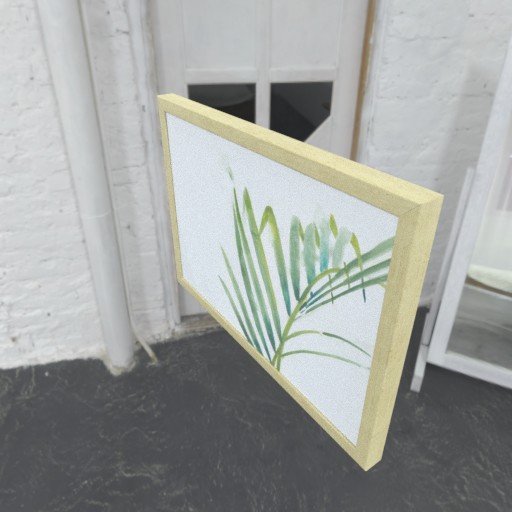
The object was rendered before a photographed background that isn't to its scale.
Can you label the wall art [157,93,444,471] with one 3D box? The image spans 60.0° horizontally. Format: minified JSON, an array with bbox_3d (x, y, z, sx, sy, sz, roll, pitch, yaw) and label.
[{"bbox_3d":[0.000,0.000,0.669,0.032,0.381,0.533,-20,37,-30],"label":"wall art"}]
